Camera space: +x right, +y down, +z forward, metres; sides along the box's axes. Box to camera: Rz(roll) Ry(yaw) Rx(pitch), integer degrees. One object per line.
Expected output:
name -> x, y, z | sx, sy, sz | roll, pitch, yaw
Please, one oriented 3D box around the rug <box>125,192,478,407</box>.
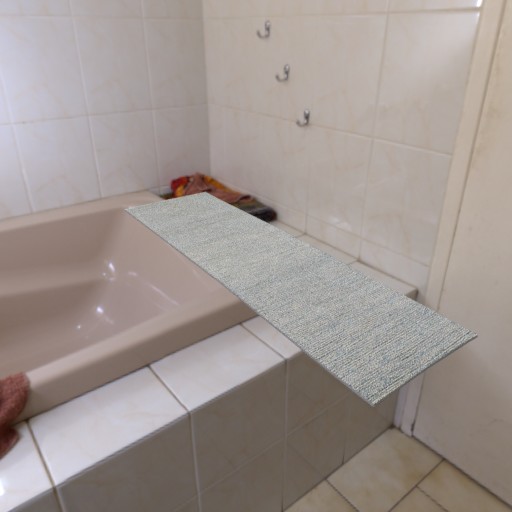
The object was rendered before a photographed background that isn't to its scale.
rug -> 0.000, 0.000, 2.559 | 0.675, 0.037, 2.341 | -18, 32, -31
